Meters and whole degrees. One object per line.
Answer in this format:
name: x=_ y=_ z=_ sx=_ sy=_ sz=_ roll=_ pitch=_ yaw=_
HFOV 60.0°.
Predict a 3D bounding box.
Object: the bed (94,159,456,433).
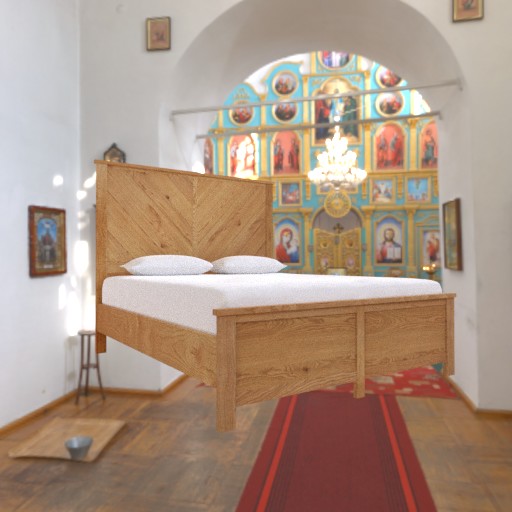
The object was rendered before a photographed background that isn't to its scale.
bed: x=0.000 y=0.000 z=4.033 sx=2.225 sy=1.938 sz=2.530 roll=1 pitch=-1 yaw=-34
